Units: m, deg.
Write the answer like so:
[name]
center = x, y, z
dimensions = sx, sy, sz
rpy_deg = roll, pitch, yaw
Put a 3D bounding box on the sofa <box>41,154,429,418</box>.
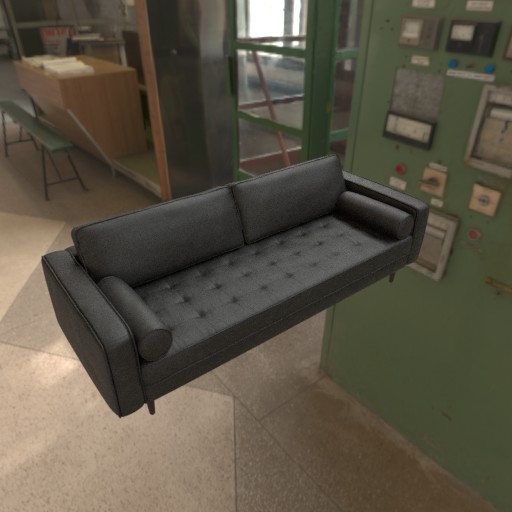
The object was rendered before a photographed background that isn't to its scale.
[sofa]
center = 0.000, 0.000, 2.670
dimensions = 2.210, 0.762, 0.914
rpy_deg = -22, 38, -31
